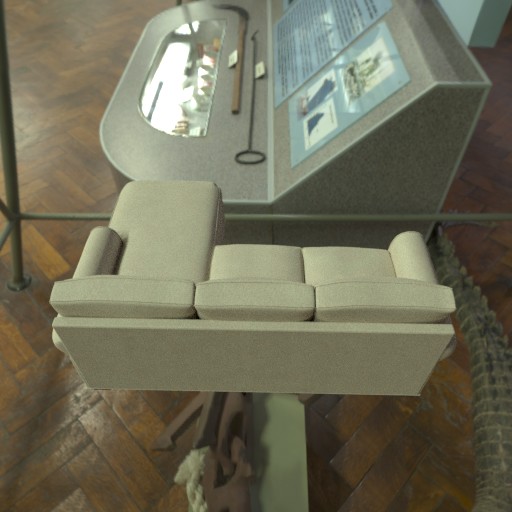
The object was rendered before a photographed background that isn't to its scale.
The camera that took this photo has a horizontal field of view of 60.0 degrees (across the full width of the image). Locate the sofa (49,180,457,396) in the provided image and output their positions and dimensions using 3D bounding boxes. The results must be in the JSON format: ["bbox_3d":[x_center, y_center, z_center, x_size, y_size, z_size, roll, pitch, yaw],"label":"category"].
[{"bbox_3d":[0.000,0.000,2.344,1.770,0.734,1.226,1,48,1],"label":"sofa"}]
